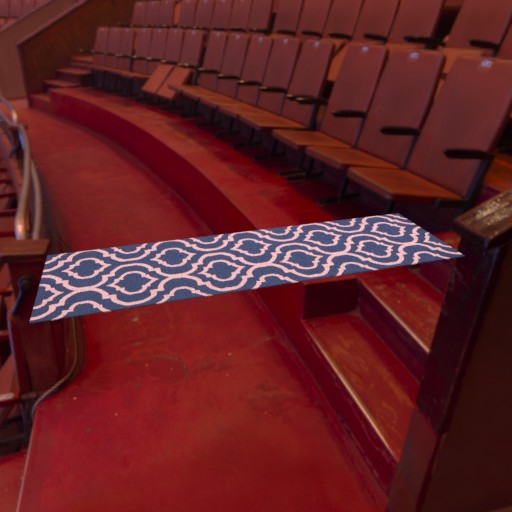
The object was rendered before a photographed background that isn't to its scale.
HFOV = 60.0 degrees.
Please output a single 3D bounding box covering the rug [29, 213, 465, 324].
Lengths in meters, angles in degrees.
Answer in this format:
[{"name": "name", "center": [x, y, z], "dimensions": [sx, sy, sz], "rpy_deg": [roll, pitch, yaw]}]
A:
[{"name": "rug", "center": [0.000, 0.000, 2.545], "dimensions": [2.296, 0.006, 0.685], "rpy_deg": [-8, 28, -15]}]
